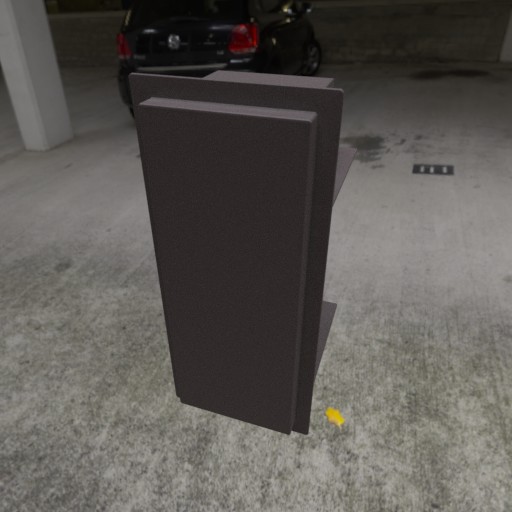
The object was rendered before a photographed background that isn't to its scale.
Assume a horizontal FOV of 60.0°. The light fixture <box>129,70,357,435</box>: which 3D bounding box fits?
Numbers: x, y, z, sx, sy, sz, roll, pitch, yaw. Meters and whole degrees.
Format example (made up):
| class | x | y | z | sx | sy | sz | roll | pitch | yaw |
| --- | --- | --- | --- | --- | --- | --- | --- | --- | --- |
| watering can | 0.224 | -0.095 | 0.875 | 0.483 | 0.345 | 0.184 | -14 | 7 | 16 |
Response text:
| class | x | y | z | sx | sy | sz | roll | pitch | yaw |
| --- | --- | --- | --- | --- | --- | --- | --- | --- | --- |
| light fixture | 0.000 | 0.000 | 0.433 | 0.153 | 0.347 | 0.146 | 11 | 35 | 16 |
